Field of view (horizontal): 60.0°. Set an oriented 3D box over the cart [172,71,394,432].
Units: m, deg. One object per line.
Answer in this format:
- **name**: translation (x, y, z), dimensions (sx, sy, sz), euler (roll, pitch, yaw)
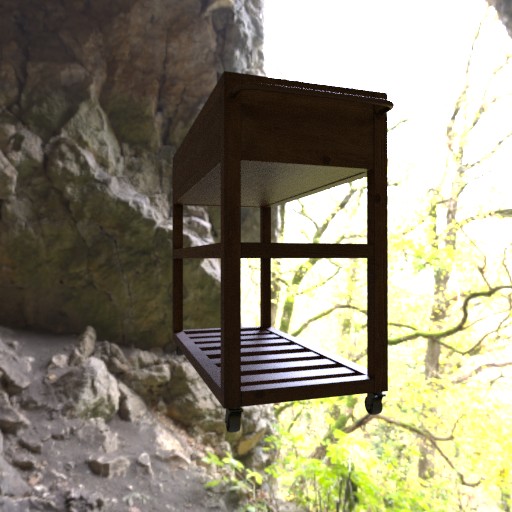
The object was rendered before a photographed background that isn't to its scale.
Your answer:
- **cart**: translation (0.000, 0.000, 1.501), dimensions (0.445, 0.830, 1.065), euler (0, 0, -18)
